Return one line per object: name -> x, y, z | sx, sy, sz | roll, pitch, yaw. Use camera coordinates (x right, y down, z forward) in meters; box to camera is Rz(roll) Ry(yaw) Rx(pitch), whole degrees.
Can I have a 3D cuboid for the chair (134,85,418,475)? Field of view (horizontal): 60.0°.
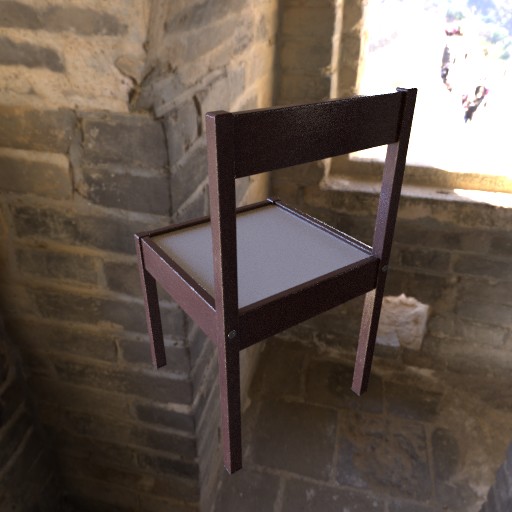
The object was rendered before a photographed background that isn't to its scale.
chair -> 0.000, 0.000, 0.688 | 0.285, 0.505, 0.285 | -19, 34, -30
